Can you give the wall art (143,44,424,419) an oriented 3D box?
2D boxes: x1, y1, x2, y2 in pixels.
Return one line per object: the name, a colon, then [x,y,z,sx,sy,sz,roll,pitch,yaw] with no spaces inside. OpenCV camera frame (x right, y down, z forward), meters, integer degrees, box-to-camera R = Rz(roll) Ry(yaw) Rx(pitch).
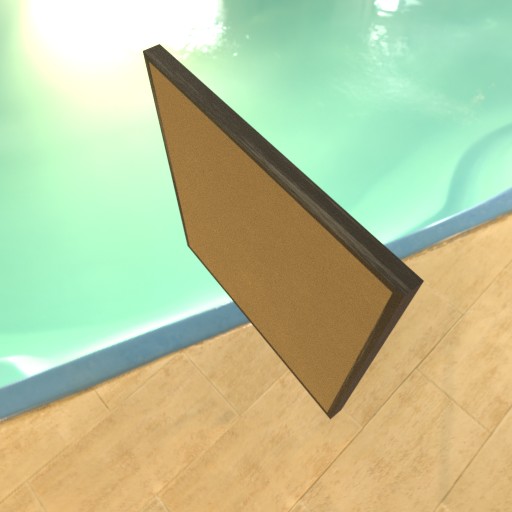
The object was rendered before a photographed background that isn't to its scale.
wall art: [0.000,0.000,1.131,0.043,0.758,0.762,-33,63,-19]
